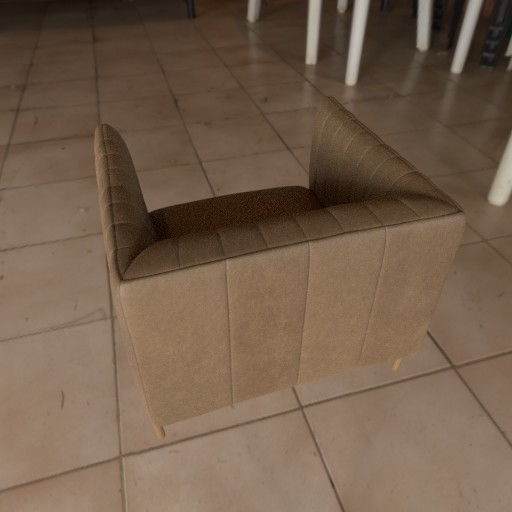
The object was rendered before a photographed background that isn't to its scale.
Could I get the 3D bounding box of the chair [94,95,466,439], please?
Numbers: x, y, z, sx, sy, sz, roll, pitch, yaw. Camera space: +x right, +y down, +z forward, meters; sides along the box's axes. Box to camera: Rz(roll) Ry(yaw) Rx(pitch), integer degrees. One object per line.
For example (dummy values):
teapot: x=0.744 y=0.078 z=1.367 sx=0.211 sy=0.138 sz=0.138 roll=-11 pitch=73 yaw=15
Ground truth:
chair: x=0.000 y=0.000 z=1.592 sx=0.981 sy=0.779 sz=0.876 roll=-12 pitch=42 yaw=-13
